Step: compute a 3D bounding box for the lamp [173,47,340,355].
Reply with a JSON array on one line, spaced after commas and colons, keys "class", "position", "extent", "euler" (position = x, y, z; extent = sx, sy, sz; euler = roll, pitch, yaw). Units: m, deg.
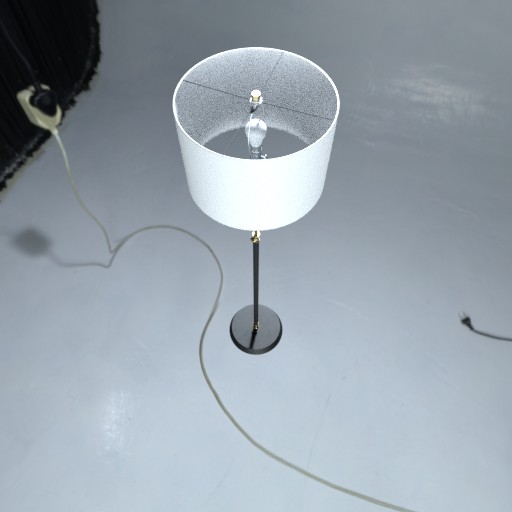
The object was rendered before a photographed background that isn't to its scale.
[{"class": "lamp", "position": [0.000, 0.000, 1.712], "extent": [0.404, 1.517, 0.404], "euler": [19, 61, 11]}]
